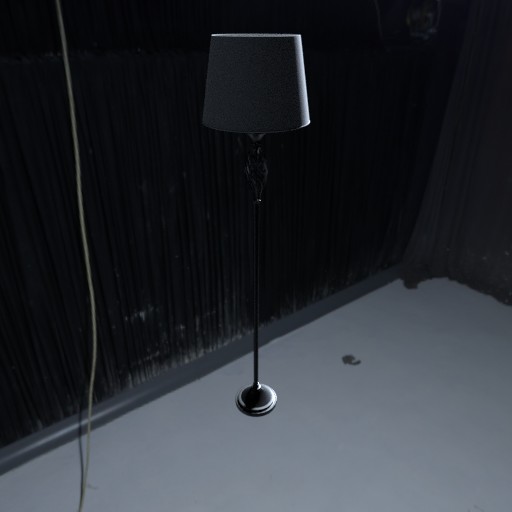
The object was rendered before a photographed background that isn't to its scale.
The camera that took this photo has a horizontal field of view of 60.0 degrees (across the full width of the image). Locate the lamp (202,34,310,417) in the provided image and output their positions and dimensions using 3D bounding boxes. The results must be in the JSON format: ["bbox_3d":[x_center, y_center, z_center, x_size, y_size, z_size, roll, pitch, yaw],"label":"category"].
[{"bbox_3d":[0.000,0.000,1.819,0.379,1.623,0.379,0,28,0],"label":"lamp"}]
